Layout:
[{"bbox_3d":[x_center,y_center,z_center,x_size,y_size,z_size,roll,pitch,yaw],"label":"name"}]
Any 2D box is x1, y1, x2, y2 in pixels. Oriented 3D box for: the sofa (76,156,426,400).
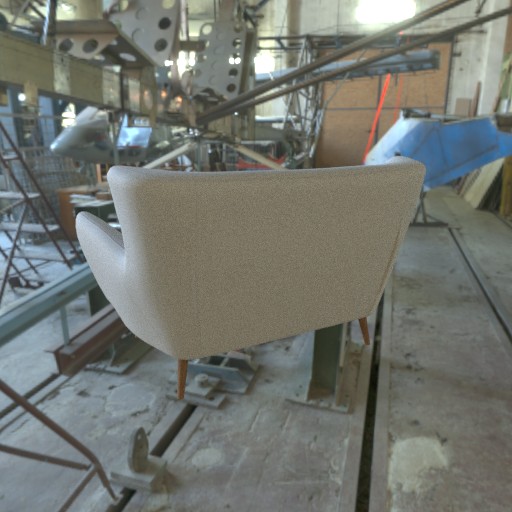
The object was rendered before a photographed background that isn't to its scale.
[{"bbox_3d":[0.000,0.000,2.021,1.424,0.878,0.921,-8,18,-27],"label":"sofa"}]
